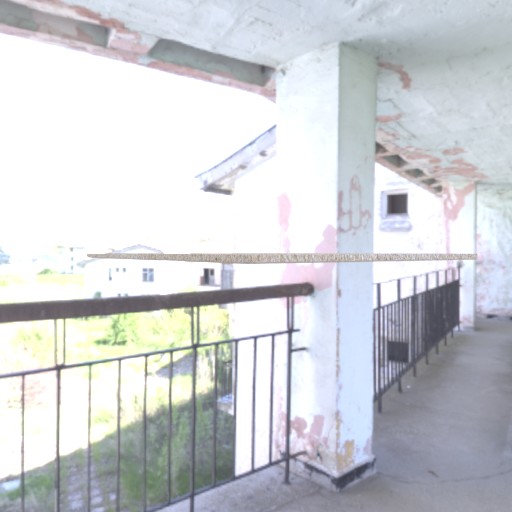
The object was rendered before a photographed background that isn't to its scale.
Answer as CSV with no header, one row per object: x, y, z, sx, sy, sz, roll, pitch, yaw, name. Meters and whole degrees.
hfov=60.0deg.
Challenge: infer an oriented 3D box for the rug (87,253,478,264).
0.000,0.000,2.178,1.199,0.025,1.600,0,1,-36,rug
